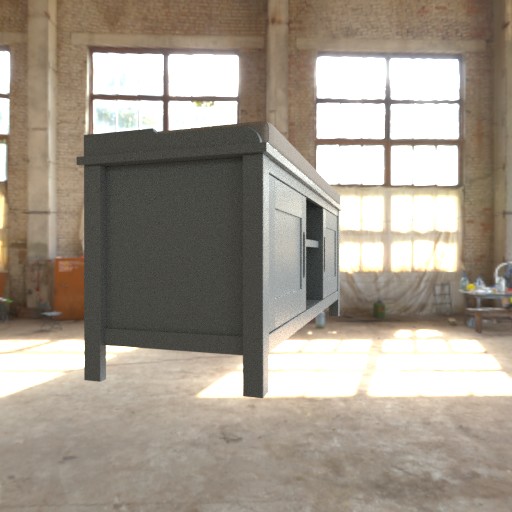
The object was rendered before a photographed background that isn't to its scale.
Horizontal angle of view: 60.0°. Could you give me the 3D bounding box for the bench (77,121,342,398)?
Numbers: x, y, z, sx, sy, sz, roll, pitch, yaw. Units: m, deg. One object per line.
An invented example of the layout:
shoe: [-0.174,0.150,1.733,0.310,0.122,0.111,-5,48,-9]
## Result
bench: [0.000,0.000,1.377,0.398,0.501,1.140,0,0,18]
